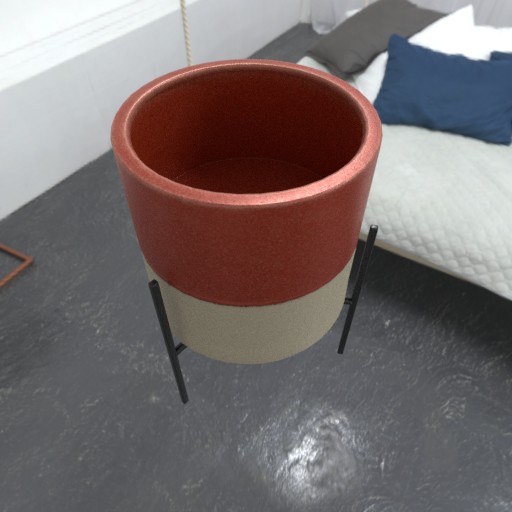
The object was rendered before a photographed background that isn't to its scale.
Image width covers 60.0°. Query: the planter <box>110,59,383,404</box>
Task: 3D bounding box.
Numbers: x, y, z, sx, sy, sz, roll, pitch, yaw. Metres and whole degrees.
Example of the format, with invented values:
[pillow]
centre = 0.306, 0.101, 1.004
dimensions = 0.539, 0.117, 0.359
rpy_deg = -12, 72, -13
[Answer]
[planter]
centre = 0.000, 0.000, 0.513
dimensions = 0.251, 0.354, 0.235
rpy_deg = 9, 48, 8
